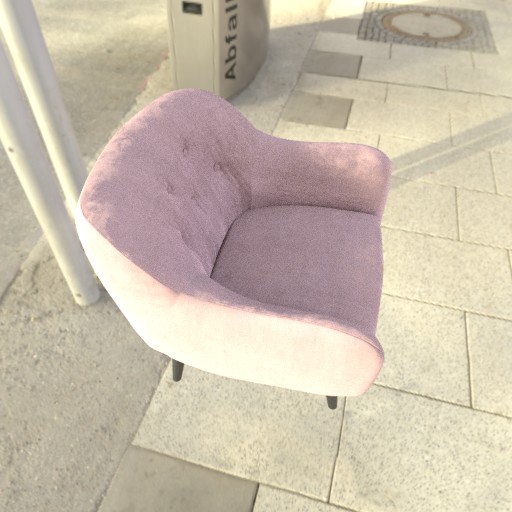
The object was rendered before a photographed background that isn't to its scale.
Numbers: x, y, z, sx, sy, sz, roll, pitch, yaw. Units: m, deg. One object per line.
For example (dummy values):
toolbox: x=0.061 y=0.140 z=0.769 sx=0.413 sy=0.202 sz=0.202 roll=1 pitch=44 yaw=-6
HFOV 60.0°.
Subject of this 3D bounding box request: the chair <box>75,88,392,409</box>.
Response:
chair: x=0.000 y=0.000 z=1.456 sx=0.820 sy=0.820 sz=0.840 roll=10 pitch=47 yaw=9
